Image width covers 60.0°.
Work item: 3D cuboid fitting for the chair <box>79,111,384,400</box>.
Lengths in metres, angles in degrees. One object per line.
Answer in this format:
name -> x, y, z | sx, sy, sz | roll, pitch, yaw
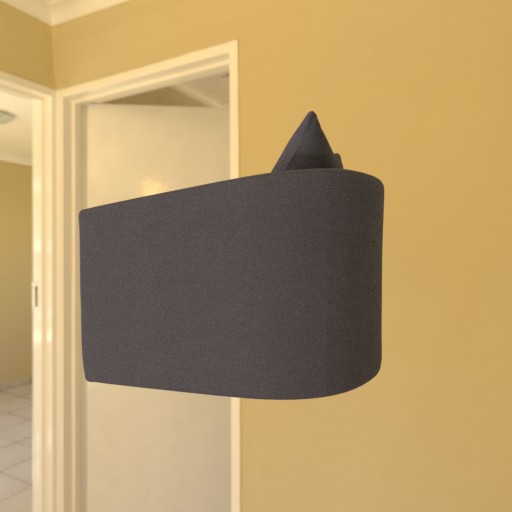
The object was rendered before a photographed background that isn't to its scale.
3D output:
chair -> 0.000, 0.000, 1.634 | 0.910, 0.848, 0.845 | 0, 0, 19
